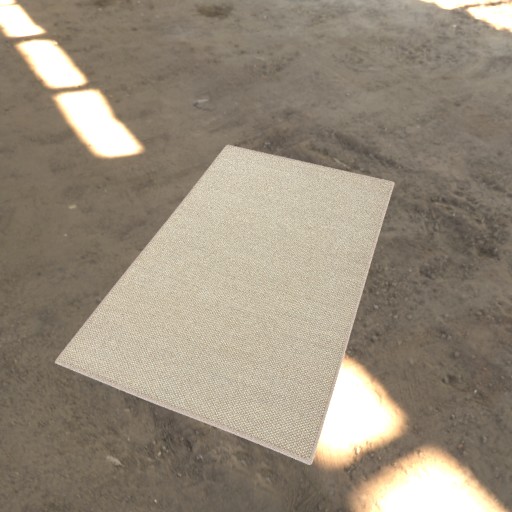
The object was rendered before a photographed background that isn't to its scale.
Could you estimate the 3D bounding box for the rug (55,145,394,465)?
[{"bbox_3d":[0.000,0.000,2.160,1.067,0.013,1.676,16,49,15],"label":"rug"}]
